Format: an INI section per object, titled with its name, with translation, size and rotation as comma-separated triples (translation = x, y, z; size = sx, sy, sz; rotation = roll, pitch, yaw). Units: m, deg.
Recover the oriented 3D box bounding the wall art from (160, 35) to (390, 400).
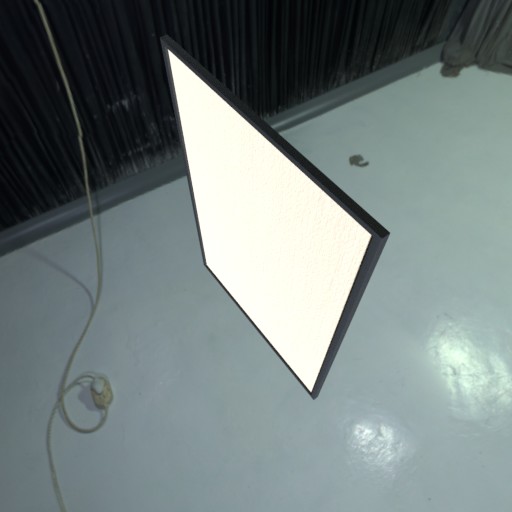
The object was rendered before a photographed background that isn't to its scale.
[wall art]
translation = 0.000, 0.000, 0.844
size = 0.013, 0.657, 0.457
rotation = -33, 63, -19
